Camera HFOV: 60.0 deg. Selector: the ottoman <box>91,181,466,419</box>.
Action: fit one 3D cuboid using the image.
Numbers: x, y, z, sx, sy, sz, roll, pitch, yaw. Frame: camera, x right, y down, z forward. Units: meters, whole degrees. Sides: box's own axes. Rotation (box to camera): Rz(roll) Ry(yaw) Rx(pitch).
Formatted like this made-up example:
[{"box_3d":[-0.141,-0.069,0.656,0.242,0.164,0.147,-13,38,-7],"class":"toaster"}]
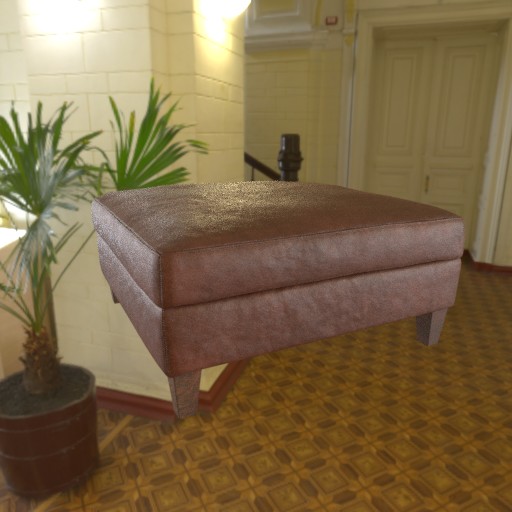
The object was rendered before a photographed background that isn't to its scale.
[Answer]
[{"box_3d":[0.000,0.000,1.344,0.836,0.415,0.844,-8,17,-26],"class":"ottoman"}]
